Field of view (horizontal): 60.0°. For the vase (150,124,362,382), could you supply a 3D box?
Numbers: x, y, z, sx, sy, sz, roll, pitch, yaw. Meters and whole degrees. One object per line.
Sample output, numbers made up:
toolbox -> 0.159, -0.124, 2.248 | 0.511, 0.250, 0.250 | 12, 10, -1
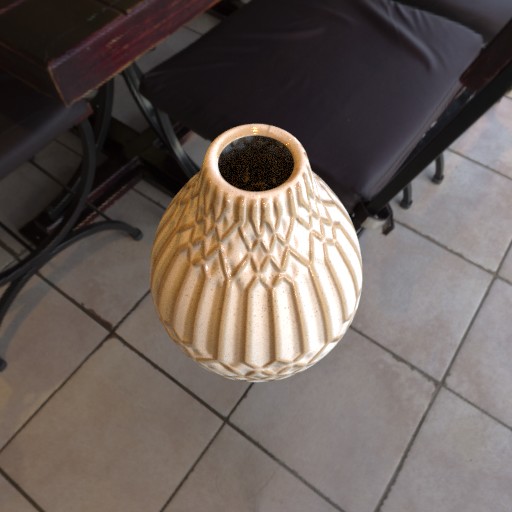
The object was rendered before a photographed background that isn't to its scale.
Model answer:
vase -> 0.000, 0.000, 0.318 | 0.159, 0.200, 0.159 | 0, 59, 0
